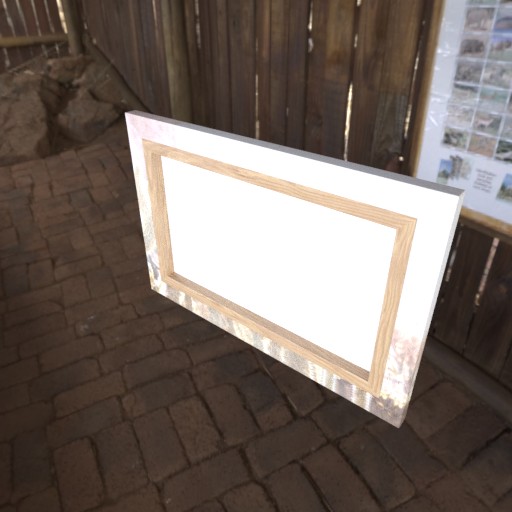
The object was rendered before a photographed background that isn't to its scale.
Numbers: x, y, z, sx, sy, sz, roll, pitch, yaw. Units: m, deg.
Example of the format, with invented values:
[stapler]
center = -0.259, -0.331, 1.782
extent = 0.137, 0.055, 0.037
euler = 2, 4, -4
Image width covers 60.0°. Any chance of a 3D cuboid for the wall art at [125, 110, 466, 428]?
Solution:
[wall art]
center = 0.000, 0.000, 1.169
extent = 0.916, 0.608, 0.040
euler = 23, 38, 32
